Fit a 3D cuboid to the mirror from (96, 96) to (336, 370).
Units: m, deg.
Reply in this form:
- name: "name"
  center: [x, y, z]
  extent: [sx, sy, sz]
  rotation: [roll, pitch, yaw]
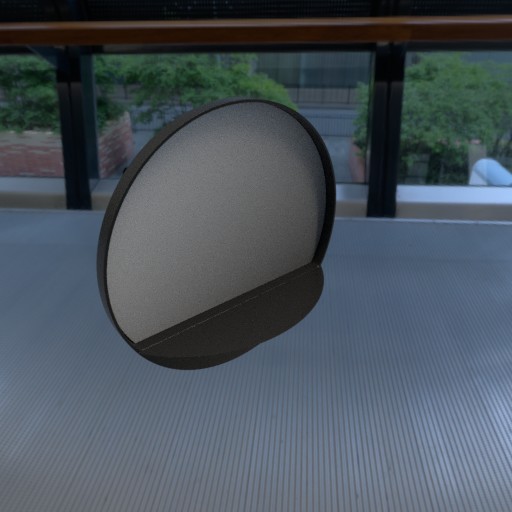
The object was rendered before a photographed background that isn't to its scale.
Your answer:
- name: "mirror"
  center: [0.000, 0.000, 0.694]
  extent: [0.457, 0.457, 0.133]
  rotation: [-22, 37, -34]
